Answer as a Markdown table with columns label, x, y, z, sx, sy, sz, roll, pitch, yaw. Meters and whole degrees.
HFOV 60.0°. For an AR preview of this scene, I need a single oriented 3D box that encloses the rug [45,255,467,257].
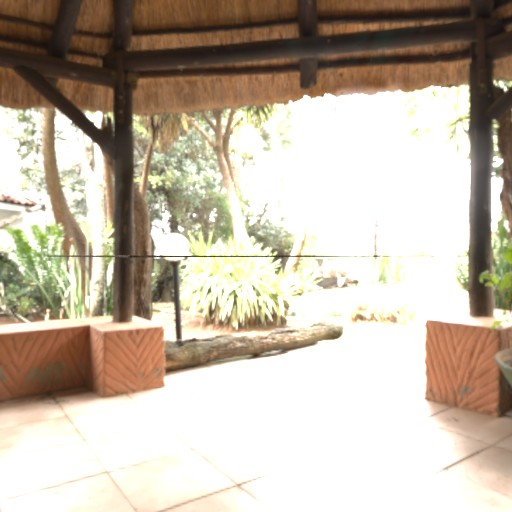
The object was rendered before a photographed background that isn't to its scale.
| label | x | y | z | sx | sy | sz | roll | pitch | yaw |
| --- | --- | --- | --- | --- | --- | --- | --- | --- | --- |
| rug | 0.000 | 0.000 | 2.877 | 2.238 | 0.008 | 1.593 | 0 | 0 | -35 |
